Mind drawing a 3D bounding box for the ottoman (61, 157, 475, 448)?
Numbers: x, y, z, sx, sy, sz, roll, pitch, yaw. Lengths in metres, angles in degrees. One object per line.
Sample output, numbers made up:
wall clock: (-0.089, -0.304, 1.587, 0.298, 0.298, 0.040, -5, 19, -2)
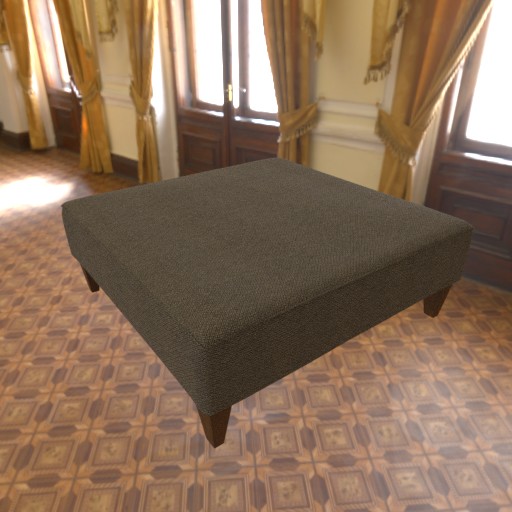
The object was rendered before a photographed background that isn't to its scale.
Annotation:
ottoman: (0.000, 0.000, 1.509, 0.981, 0.378, 0.970, -19, 33, -32)
